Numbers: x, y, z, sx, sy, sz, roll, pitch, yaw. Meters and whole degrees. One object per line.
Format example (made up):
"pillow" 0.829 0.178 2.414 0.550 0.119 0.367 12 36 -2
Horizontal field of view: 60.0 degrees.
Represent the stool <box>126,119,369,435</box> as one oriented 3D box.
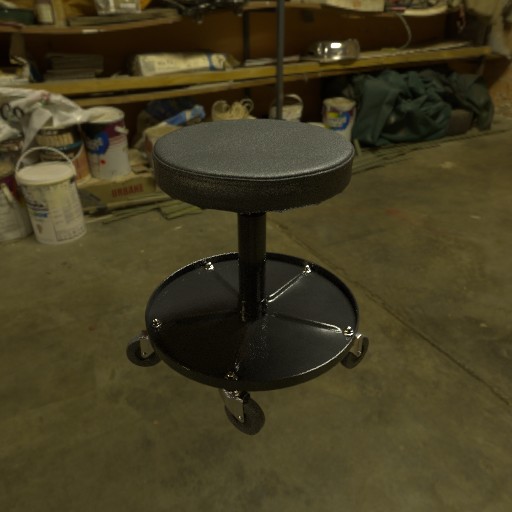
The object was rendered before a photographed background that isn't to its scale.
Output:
"stool" 0.000 0.000 0.695 0.381 0.365 0.382 9 31 14
